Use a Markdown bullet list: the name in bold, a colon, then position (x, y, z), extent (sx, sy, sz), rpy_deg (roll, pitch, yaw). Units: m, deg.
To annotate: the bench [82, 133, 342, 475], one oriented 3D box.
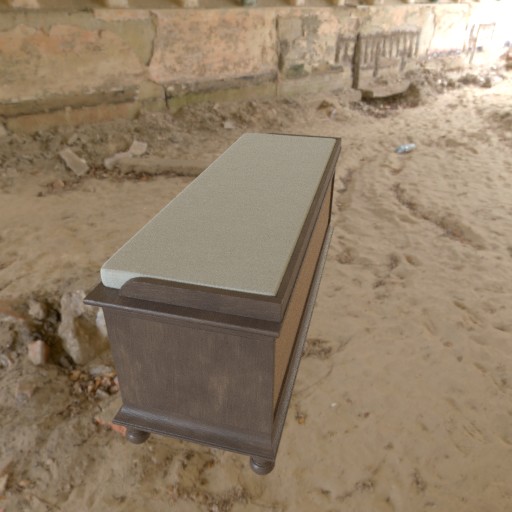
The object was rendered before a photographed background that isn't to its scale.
- **bench**: position (0.000, 0.000, 1.434), extent (0.402, 0.501, 1.185), rpy_deg (8, 31, 13)
